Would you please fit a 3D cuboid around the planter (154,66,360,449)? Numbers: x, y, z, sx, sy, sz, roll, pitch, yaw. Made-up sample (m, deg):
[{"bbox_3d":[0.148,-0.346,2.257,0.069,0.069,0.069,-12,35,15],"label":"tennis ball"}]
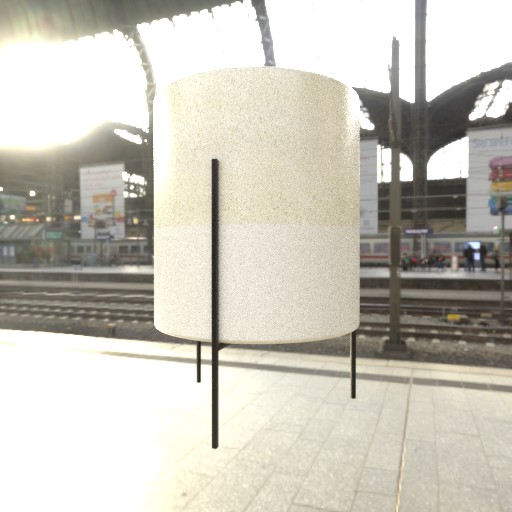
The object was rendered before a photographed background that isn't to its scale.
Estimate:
[{"bbox_3d":[0.000,0.000,0.713,0.324,0.483,0.333,0,0,18],"label":"planter"}]
